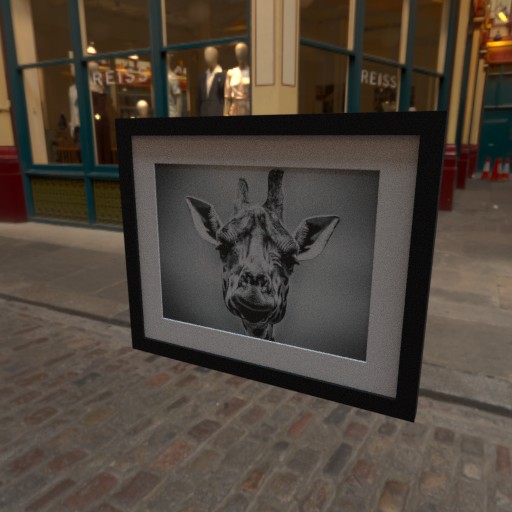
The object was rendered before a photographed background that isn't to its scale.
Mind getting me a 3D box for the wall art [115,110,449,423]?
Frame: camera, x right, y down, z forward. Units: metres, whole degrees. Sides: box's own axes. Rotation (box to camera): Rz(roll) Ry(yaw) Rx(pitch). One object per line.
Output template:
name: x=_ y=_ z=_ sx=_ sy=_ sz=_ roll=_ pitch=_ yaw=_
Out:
wall art: x=0.000 y=0.000 z=0.755 sx=0.558 sy=0.457 sz=0.031 roll=7 pitch=17 yaw=25
